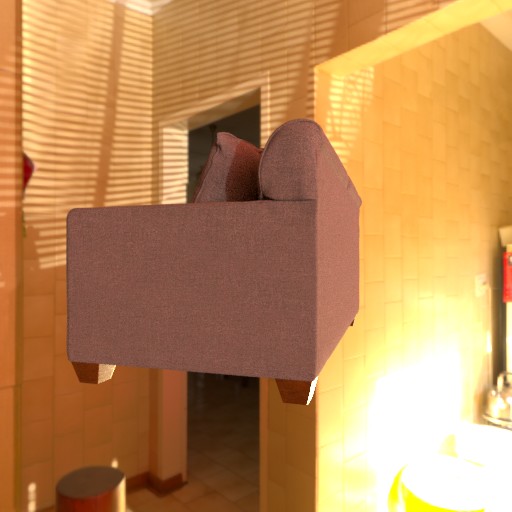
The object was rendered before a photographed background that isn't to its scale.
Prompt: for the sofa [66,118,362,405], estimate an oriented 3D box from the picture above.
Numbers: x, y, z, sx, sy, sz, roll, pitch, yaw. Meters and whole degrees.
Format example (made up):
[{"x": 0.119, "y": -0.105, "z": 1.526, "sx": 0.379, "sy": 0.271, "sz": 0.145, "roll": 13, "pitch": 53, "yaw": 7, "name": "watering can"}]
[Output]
[{"x": 0.000, "y": 0.000, "z": 2.388, "sx": 1.000, "sy": 0.958, "sz": 1.846, "roll": 0, "pitch": 0, "yaw": 17, "name": "sofa"}]
